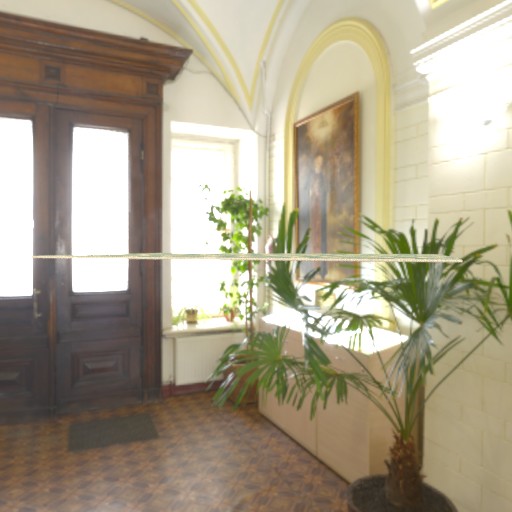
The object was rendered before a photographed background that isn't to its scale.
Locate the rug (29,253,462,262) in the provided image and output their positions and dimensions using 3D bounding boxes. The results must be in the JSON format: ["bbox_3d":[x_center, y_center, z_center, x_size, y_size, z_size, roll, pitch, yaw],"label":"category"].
[{"bbox_3d":[0.000,0.000,3.039,2.443,0.015,1.528,0,1,20],"label":"rug"}]
